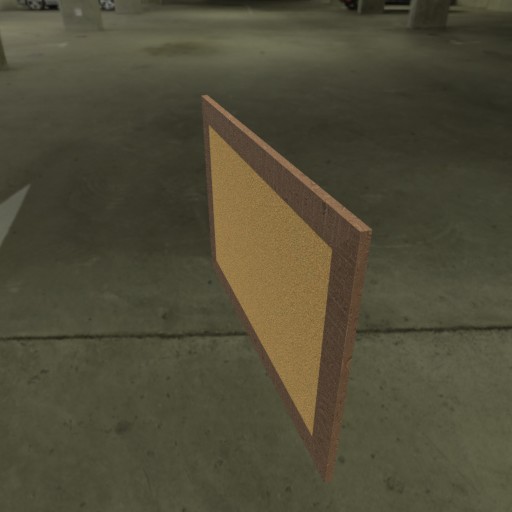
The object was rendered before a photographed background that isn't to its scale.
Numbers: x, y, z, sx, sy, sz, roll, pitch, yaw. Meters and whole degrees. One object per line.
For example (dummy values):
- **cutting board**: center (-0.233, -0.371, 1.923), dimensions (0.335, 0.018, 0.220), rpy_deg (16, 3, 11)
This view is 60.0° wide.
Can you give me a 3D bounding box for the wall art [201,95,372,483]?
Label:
- **wall art**: center (0.000, 0.000, 1.167), dimensions (0.019, 0.626, 0.917), rpy_deg (-11, 34, -17)
